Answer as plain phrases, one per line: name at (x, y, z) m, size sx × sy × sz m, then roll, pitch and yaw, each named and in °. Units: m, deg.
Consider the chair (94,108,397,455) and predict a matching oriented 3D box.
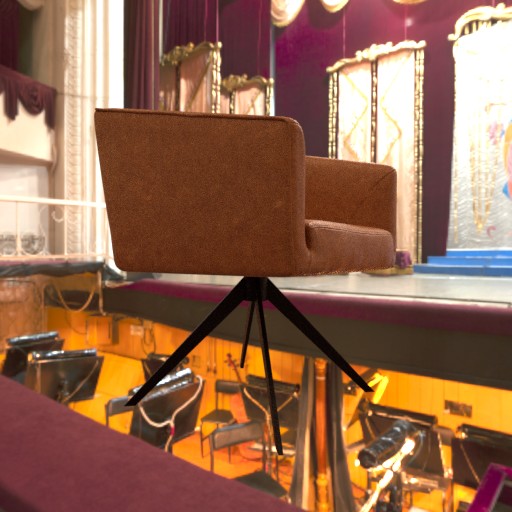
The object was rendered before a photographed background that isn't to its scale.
chair at (0.000, 0.000, 1.182) m, size 0.625 × 0.760 × 0.588 m, roll 0°, pitch 0°, yaw 36°
